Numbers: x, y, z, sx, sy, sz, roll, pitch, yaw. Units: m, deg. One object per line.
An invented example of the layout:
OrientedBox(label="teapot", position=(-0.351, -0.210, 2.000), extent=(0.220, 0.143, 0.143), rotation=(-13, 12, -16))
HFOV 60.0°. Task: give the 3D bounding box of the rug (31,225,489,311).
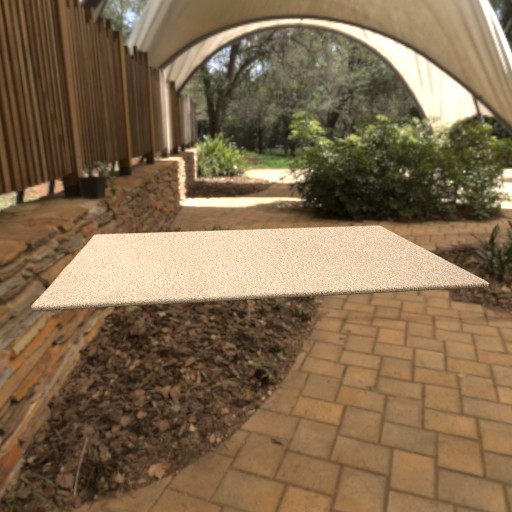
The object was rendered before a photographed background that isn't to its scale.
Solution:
OrientedBox(label="rug", position=(0.000, 0.000, 3.041), extent=(2.438, 0.030, 1.524), rotation=(-2, 16, -8))
